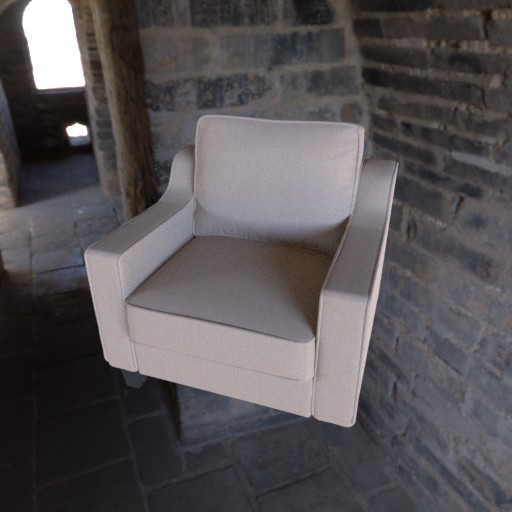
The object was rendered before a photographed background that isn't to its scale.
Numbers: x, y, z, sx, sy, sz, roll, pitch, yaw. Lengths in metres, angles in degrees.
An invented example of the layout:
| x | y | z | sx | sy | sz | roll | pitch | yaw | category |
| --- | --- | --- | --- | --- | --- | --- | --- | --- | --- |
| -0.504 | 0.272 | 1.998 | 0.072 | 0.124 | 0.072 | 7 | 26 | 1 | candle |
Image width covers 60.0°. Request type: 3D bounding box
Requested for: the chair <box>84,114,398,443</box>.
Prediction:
| x | y | z | sx | sy | sz | roll | pitch | yaw | category |
| --- | --- | --- | --- | --- | --- | --- | --- | --- | --- |
| 0.000 | 0.000 | 1.696 | 0.922 | 0.948 | 0.882 | 9 | 28 | 17 | chair |
